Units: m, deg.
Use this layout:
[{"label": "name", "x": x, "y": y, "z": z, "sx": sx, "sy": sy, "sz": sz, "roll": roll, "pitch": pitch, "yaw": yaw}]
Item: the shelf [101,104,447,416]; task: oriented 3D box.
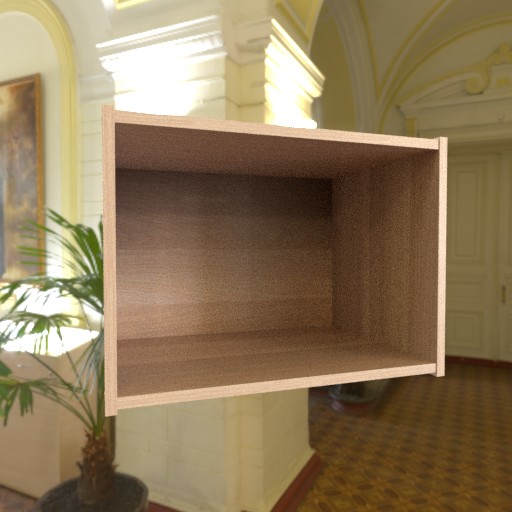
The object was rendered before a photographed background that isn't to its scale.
[{"label": "shelf", "x": 0.000, "y": 0.000, "z": 0.637, "sx": 0.415, "sy": 0.305, "sz": 0.290, "roll": -1, "pitch": 2, "yaw": -19}]
